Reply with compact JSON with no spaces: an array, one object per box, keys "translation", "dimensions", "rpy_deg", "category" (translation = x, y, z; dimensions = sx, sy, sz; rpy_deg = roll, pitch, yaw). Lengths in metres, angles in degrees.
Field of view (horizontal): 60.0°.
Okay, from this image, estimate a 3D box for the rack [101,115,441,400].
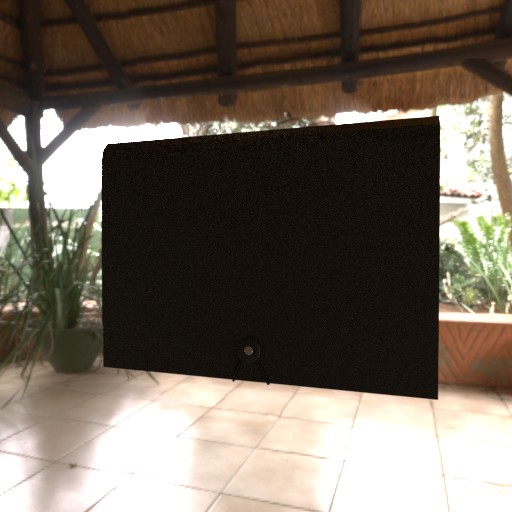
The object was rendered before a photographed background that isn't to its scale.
[{"translation":[0.000,0.000,0.434],"dimensions":[0.330,0.241,0.041],"rpy_deg":[0,1,18],"category":"rack"}]
